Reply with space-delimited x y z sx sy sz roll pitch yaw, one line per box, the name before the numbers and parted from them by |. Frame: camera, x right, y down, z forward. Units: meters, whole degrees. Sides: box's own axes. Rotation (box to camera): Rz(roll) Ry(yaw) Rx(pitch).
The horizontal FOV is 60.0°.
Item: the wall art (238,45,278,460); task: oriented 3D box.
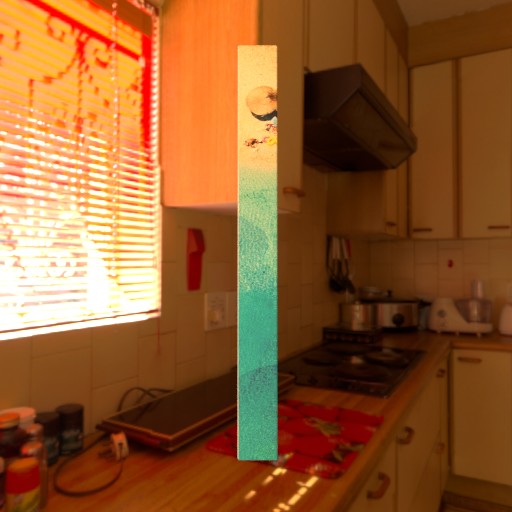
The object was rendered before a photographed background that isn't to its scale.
wall art | 0.000 0.000 0.737 0.039 0.406 0.609 0 -1 0
